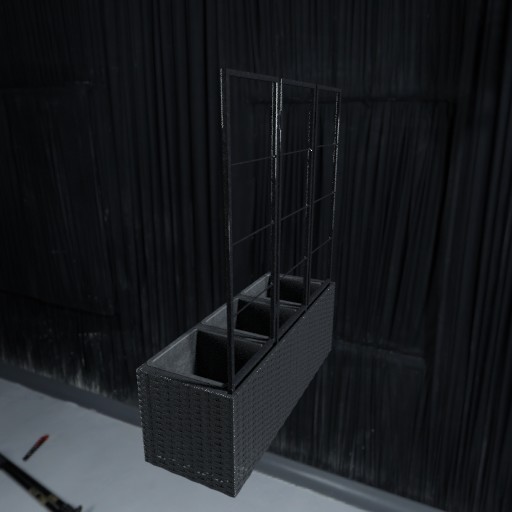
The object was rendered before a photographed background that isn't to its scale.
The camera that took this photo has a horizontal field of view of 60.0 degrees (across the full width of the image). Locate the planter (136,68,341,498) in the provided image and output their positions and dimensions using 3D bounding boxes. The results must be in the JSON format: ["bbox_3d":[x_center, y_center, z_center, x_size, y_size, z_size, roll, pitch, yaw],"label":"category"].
[{"bbox_3d":[0.000,0.000,1.153,0.244,0.841,0.698,8,20,25],"label":"planter"}]
